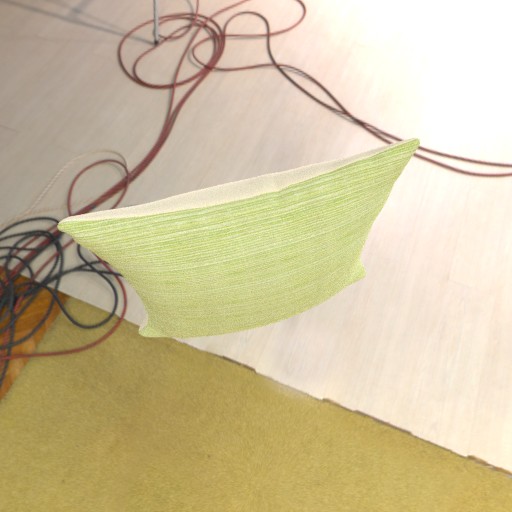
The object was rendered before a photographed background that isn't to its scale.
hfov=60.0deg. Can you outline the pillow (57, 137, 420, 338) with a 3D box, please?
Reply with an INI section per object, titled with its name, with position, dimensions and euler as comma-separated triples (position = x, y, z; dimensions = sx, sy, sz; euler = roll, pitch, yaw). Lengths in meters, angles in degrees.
[pillow]
position = 0.000, 0.000, 0.842
dimensions = 0.560, 0.487, 0.229
euler = -14, 63, -7
